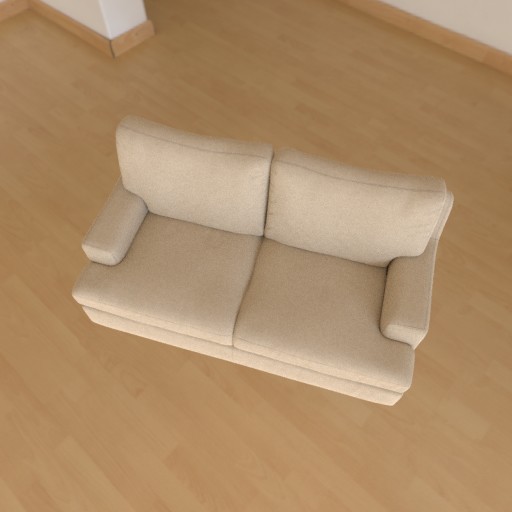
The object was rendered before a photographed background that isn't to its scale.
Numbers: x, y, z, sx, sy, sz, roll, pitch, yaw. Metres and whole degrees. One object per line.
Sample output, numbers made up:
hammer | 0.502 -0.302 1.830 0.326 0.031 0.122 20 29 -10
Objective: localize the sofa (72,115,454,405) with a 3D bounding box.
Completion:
sofa | 0.000 0.000 2.434 1.885 0.967 0.962 14 58 9
